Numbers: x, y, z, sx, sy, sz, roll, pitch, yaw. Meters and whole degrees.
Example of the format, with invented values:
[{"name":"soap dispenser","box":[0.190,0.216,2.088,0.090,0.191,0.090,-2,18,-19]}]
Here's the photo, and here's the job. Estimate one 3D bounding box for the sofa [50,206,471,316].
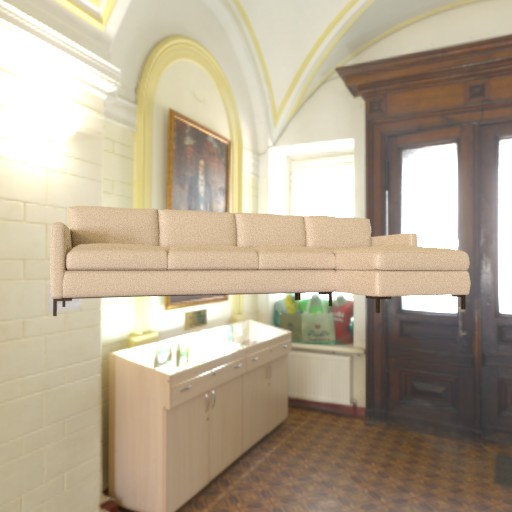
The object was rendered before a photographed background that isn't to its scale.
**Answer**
[{"name":"sofa","box":[0.000,0.000,3.196,2.731,0.755,1.258,0,-1,-19]}]
